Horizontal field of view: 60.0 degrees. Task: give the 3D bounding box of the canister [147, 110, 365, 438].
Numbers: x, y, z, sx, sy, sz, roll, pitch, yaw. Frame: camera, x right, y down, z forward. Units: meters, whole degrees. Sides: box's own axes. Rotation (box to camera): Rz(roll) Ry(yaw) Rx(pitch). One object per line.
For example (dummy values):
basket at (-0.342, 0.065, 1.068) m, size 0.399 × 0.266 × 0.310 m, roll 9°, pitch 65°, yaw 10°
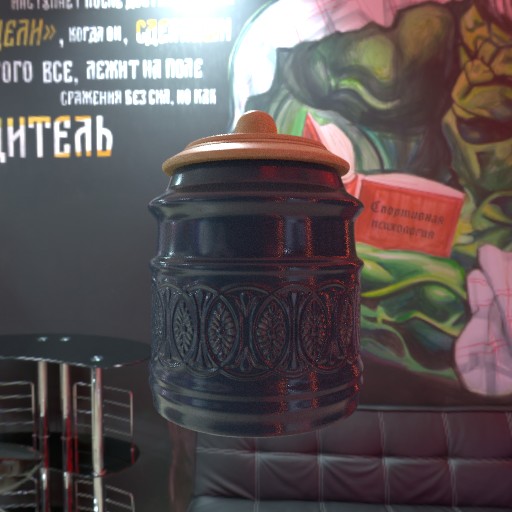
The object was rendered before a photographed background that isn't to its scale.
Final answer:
canister at (0.000, 0.000, 0.273) m, size 0.130 × 0.176 × 0.130 m, roll 0°, pitch 1°, yaw 0°
